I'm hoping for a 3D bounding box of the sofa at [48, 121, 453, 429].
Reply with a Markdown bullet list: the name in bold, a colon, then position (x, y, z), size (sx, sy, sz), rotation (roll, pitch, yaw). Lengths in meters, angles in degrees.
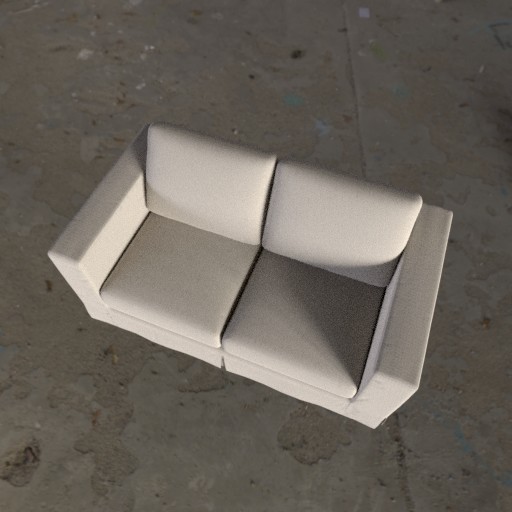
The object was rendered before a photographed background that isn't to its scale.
- **sofa**: position (0.000, 0.000, 2.375), size (1.813, 0.932, 1.009), rotation (18, 60, 11)
